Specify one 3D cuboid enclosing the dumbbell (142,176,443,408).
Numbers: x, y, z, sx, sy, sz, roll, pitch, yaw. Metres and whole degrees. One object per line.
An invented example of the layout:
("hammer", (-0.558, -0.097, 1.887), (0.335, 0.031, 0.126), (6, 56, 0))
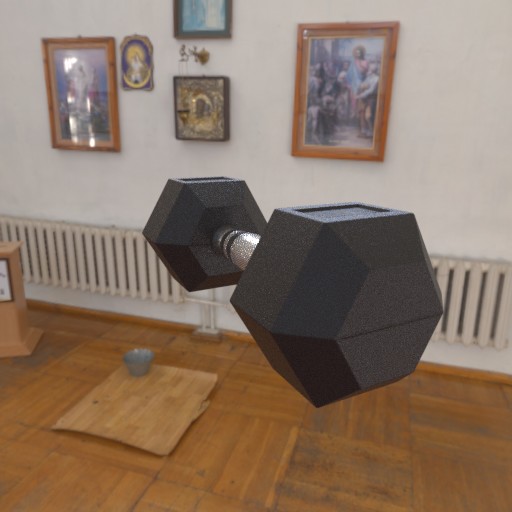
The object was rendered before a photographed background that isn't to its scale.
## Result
("dumbbell", (0.000, 0.000, 0.418), (0.141, 0.123, 0.356), (-8, 17, -26))
